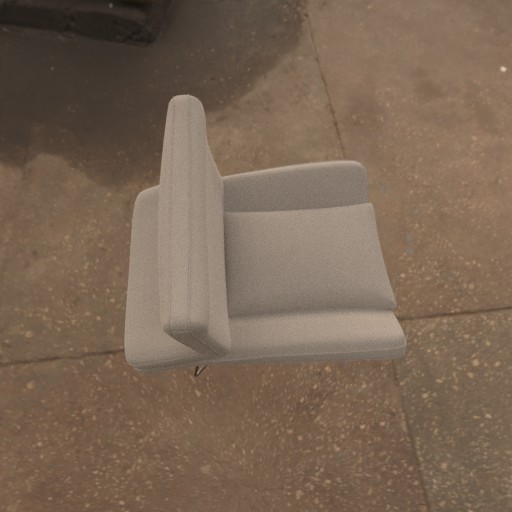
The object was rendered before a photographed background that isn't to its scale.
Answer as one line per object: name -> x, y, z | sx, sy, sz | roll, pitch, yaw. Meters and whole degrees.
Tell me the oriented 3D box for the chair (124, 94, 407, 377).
chair -> 0.000, 0.000, 1.691 | 1.008, 0.855, 0.859 | -4, 62, -2
